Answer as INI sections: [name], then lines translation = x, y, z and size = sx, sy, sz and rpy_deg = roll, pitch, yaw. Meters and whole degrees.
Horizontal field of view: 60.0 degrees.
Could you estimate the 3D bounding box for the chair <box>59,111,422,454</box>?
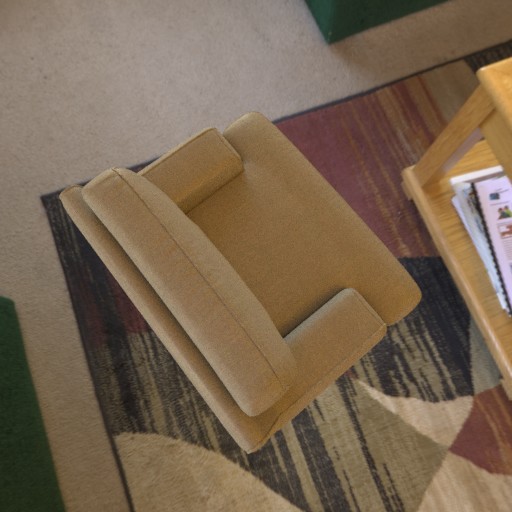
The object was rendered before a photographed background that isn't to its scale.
[chair]
translation = 0.000, 0.000, 2.014
size = 1.043, 0.974, 1.270
rpy_deg = -38, 79, -9
